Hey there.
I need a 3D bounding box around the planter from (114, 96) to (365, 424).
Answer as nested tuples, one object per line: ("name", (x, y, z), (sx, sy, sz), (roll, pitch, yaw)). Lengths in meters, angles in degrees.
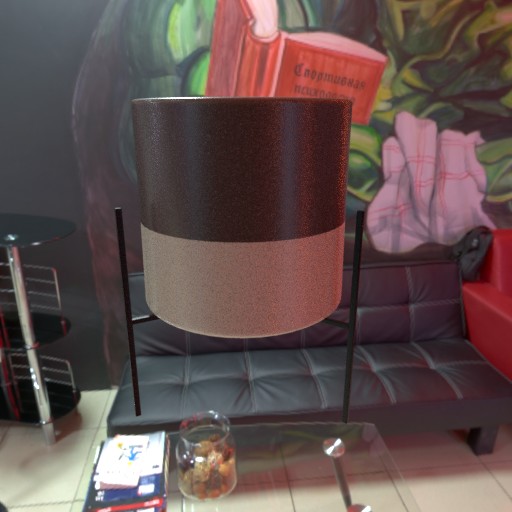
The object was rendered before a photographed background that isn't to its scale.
("planter", (0.000, 0.000, 0.531), (0.260, 0.353, 0.250), (9, 20, 25))
